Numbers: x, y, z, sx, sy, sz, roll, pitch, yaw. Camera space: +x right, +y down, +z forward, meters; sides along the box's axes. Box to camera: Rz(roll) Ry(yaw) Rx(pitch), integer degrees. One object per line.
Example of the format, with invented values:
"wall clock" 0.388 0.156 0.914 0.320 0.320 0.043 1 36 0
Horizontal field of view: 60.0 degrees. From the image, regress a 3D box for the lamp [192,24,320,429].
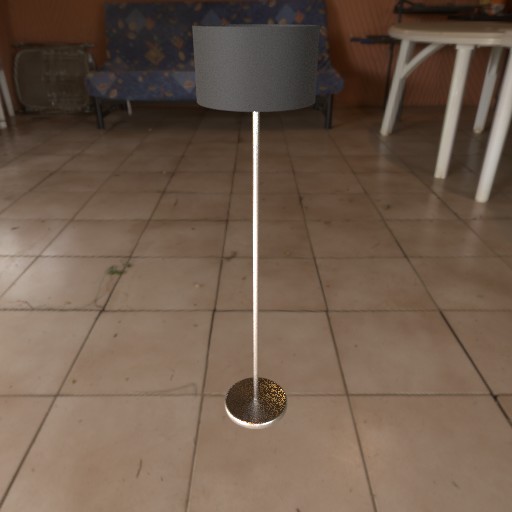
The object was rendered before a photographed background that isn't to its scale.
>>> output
"lamp" 0.000 0.000 1.563 0.348 1.443 0.348 -1 28 -1
